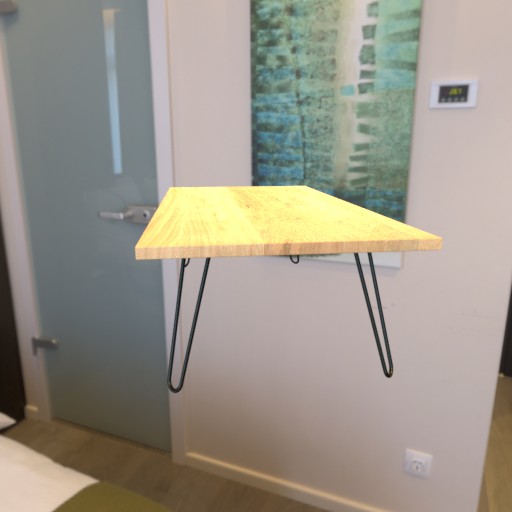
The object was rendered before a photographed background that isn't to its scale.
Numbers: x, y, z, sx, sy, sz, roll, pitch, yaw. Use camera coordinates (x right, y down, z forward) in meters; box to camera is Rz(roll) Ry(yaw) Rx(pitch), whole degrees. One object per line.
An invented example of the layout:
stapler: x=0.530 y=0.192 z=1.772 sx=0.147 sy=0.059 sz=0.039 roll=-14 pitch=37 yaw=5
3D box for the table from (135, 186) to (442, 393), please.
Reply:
table: x=0.000 y=0.000 z=1.684 sx=0.699 sy=0.400 sz=1.348 roll=-2 pitch=14 yaw=-7
